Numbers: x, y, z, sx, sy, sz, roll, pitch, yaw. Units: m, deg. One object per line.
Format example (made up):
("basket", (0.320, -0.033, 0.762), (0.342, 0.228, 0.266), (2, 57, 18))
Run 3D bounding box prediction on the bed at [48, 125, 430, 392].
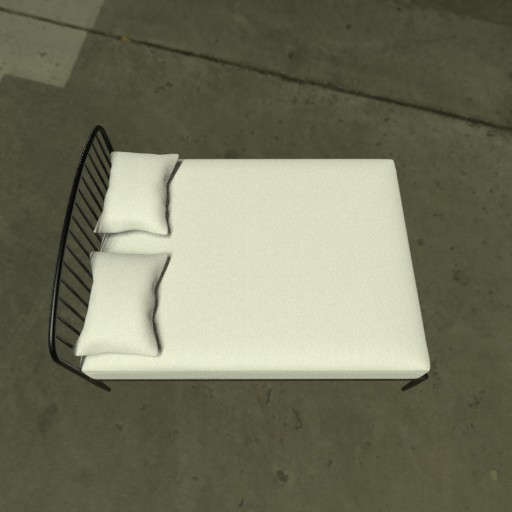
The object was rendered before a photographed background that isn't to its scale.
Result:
("bed", (0.000, 0.000, 3.024), (2.159, 1.166, 1.618), (0, 63, 0))
